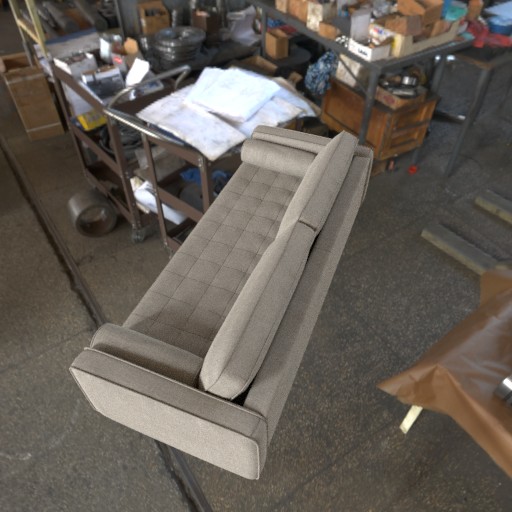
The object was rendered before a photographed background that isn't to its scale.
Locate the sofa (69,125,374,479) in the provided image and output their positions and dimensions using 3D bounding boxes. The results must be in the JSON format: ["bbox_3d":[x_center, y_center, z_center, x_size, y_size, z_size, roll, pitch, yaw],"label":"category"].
[{"bbox_3d":[0.000,0.000,2.634,0.914,0.762,2.211,16,49,15],"label":"sofa"}]
